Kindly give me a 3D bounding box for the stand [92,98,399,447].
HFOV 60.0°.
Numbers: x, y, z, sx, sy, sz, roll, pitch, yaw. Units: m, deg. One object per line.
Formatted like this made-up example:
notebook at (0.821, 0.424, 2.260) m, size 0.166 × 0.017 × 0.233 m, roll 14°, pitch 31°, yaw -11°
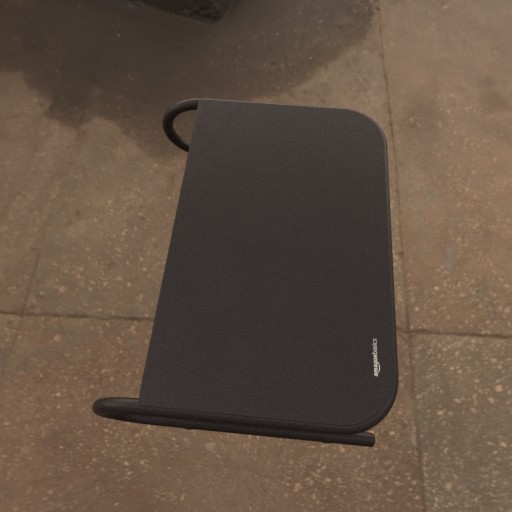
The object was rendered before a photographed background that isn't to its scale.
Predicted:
stand at (0.000, 0.000, 0.501) m, size 0.280 × 0.108 × 0.370 m, roll 5°, pitch 64°, yaw 2°
